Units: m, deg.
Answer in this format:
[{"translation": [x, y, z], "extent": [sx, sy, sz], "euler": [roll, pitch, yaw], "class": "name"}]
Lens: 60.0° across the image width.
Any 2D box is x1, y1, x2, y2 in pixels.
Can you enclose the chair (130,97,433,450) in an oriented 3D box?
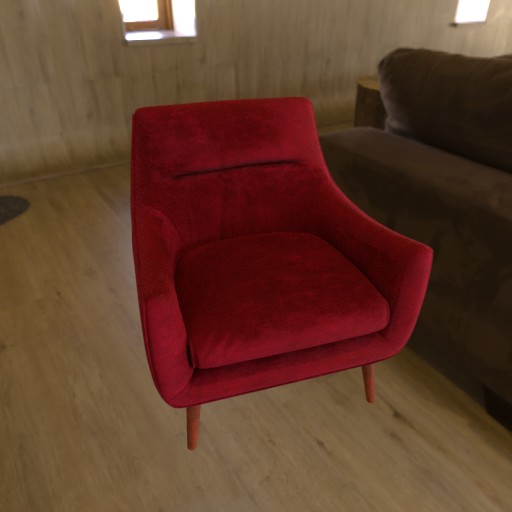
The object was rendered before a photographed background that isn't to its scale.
[{"translation": [0.000, 0.000, 1.433], "extent": [0.762, 0.838, 0.787], "euler": [-9, 32, -14], "class": "chair"}]
